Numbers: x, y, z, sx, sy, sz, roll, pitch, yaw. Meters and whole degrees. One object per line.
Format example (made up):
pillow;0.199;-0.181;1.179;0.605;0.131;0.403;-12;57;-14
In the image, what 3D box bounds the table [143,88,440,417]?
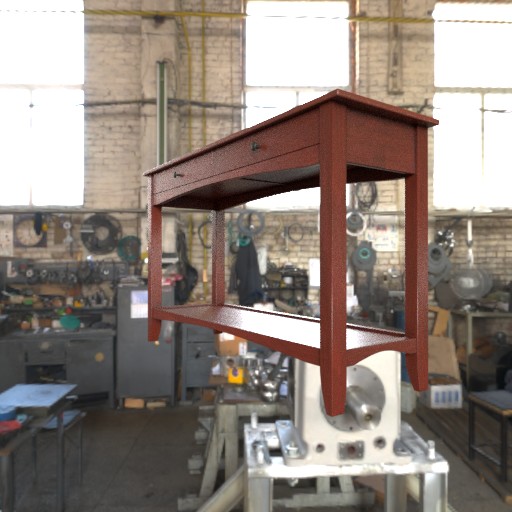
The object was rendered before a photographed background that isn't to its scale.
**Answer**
table;0.000;0.000;1.578;0.392;0.739;1.188;0;0;-35
